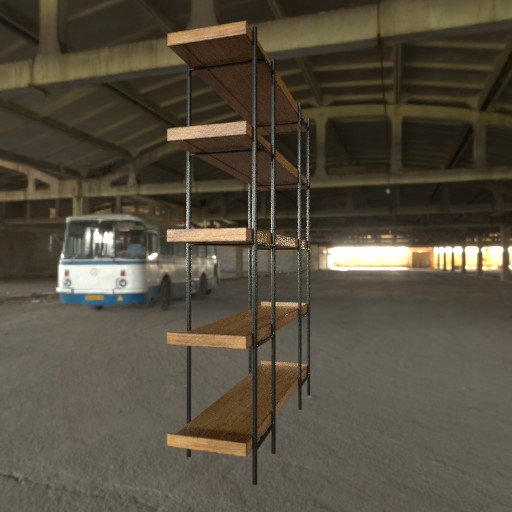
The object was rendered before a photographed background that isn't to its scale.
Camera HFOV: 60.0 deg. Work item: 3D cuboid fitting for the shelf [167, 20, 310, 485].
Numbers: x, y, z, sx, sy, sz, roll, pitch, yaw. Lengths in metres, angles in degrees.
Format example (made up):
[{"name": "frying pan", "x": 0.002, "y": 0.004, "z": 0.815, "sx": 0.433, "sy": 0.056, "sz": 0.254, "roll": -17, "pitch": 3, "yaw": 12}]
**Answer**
[{"name": "shelf", "x": 0.000, "y": 0.000, "z": 2.404, "sx": 0.379, "sy": 1.826, "sz": 1.371, "roll": 0, "pitch": 0, "yaw": 17}]
